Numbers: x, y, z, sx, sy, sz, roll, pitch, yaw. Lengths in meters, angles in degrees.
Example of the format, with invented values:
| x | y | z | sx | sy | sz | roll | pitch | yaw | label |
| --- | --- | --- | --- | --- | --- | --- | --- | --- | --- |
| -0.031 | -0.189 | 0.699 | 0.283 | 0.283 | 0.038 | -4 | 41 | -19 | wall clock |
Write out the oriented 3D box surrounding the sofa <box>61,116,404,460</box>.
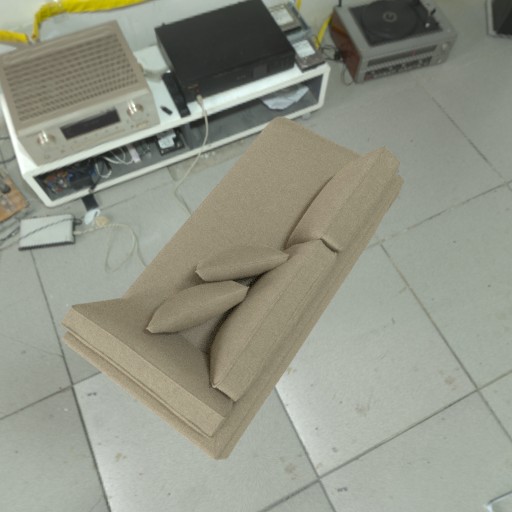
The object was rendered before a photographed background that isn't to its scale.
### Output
| x | y | z | sx | sy | sz | roll | pitch | yaw | label |
| --- | --- | --- | --- | --- | --- | --- | --- | --- | --- |
| 0.000 | 0.000 | 2.915 | 1.110 | 1.033 | 2.237 | 32 | 69 | 14 | sofa |
